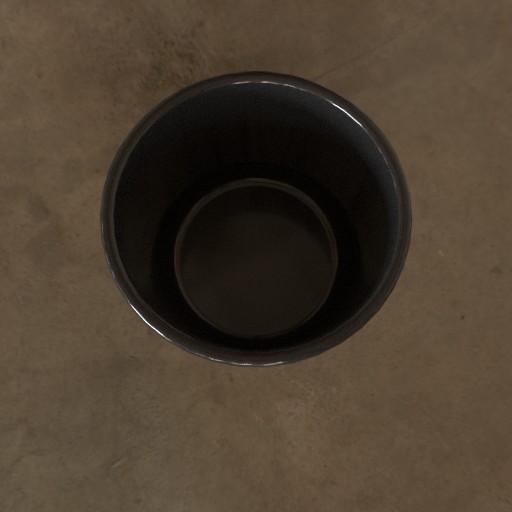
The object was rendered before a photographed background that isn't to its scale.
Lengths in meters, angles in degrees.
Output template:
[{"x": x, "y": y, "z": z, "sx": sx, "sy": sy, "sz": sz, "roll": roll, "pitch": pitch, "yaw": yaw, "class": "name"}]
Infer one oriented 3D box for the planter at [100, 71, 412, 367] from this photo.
[{"x": 0.000, "y": 0.000, "z": 0.404, "sx": 0.196, "sy": 0.264, "sz": 0.196, "roll": 5, "pitch": 76, "yaw": 1, "class": "planter"}]
